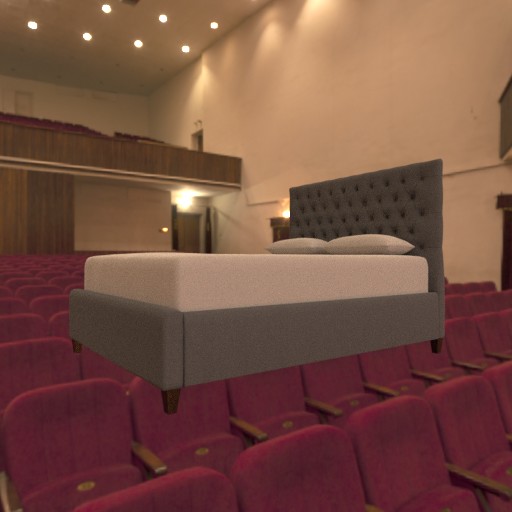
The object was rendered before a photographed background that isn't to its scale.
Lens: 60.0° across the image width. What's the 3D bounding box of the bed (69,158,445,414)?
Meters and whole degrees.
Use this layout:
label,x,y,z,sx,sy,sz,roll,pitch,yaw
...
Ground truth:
label,x,y,z,sx,sy,sz,roll,pitch,yaw
bed,0.000,0.000,3.275,2.231,1.427,1.698,0,0,-36
